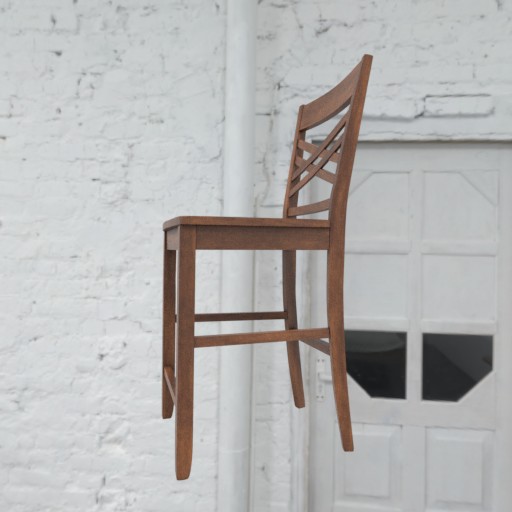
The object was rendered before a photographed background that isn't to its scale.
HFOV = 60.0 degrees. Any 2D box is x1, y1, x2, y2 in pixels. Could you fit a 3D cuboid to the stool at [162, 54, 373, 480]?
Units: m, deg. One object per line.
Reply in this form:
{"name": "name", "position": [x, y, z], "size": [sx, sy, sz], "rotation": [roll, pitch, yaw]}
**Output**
{"name": "stool", "position": [0.000, 0.000, 1.332], "size": [0.539, 1.079, 0.462], "rotation": [0, 1, -17]}
